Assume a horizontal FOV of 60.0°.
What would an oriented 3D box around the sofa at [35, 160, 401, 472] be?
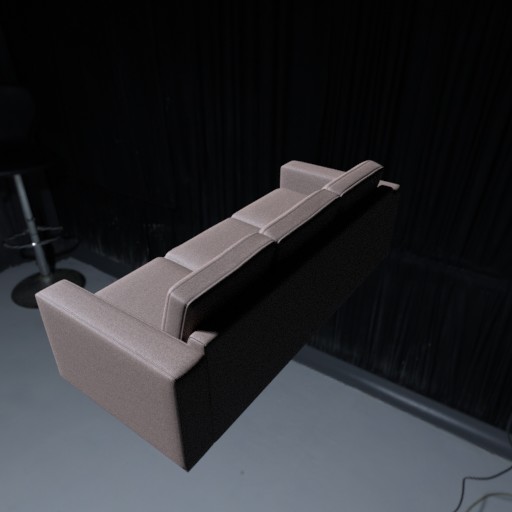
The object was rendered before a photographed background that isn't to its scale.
[{"bbox_3d":[0.000,0.000,2.574,0.900,0.806,2.160,21,37,30],"label":"sofa"}]
